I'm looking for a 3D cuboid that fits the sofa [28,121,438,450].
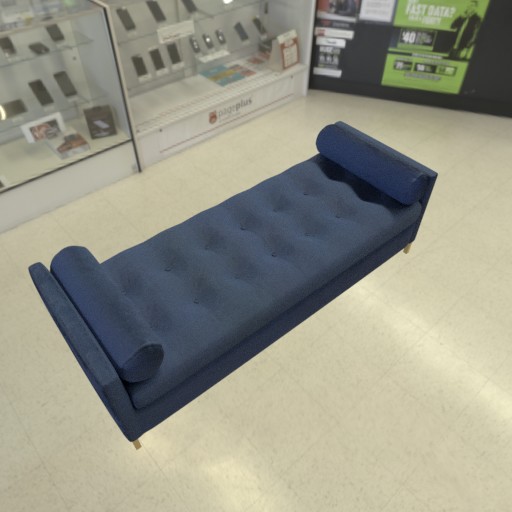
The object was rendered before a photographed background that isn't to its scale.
[{"bbox_3d":[0.000,0.000,2.480,2.102,0.705,0.796,-31,53,-26],"label":"sofa"}]
